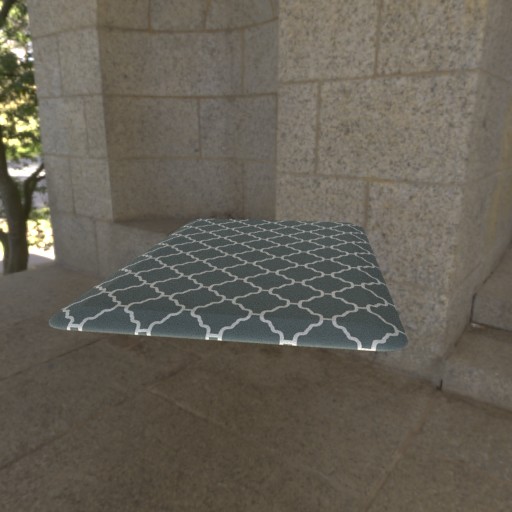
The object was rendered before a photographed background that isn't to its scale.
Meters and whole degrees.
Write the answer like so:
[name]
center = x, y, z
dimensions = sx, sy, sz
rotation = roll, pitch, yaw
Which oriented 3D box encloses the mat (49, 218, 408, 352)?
[mat]
center = 0.000, 0.000, 0.947
dimensions = 0.508, 0.021, 0.762
rotation = 2, 16, 8
